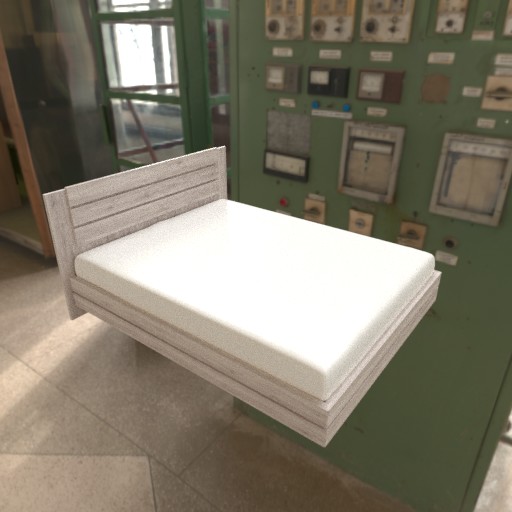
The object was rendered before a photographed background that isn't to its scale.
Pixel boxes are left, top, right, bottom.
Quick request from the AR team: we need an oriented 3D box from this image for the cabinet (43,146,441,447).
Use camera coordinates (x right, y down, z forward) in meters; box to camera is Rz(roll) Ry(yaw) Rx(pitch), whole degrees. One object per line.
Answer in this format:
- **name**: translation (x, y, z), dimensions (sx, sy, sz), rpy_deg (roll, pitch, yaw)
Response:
- **cabinet**: translation (0.000, 0.000, 3.085), dimensions (2.080, 0.970, 1.750), rpy_deg (19, 32, 33)
